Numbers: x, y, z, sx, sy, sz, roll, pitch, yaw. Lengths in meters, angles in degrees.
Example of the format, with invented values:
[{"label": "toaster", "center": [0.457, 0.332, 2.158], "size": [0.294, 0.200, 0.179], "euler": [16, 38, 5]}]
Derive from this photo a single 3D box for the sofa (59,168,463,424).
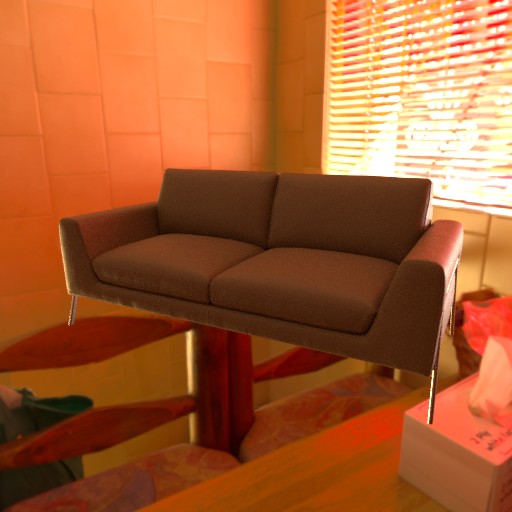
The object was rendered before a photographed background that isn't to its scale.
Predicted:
[{"label": "sofa", "center": [0.000, 0.000, 2.436], "size": [2.017, 0.875, 0.953], "euler": [8, 17, 27]}]
